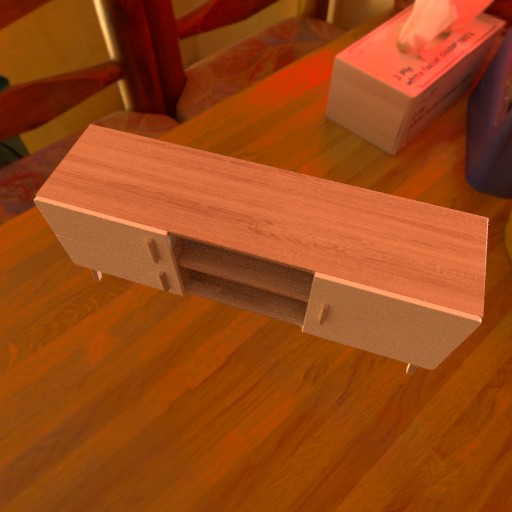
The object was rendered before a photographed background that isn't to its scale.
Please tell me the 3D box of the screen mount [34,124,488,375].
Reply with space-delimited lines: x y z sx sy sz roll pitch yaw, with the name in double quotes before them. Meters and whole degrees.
"screen mount" 0.000 0.000 1.741 1.500 0.570 0.420 15 59 10
